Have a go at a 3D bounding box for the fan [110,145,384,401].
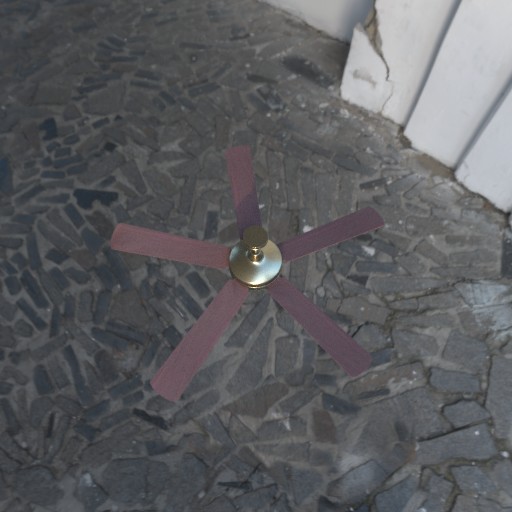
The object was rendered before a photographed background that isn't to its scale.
[{"bbox_3d":[0.000,0.000,1.991,1.321,0.356,1.321,-30,67,-14],"label":"fan"}]
